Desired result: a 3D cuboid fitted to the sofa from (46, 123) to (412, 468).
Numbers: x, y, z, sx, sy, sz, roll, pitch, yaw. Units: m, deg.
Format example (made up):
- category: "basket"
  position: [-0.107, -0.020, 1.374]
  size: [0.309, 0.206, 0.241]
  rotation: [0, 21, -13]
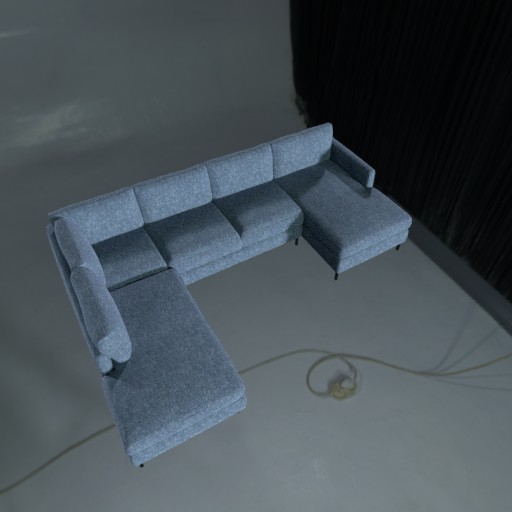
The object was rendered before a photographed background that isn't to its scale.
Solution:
- category: "sofa"
  position: [0.000, 0.000, 3.452]
  size: [2.737, 0.756, 1.879]
  rotation: [-23, 51, -20]
